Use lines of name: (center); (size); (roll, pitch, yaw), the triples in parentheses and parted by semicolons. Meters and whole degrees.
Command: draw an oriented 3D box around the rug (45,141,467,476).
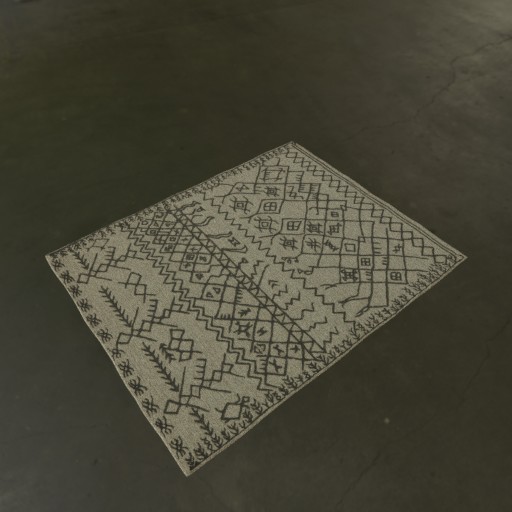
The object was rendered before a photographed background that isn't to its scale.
rug: (0.000, 0.000, 3.268); (2.455, 0.025, 1.964); (-30, 54, -25)
